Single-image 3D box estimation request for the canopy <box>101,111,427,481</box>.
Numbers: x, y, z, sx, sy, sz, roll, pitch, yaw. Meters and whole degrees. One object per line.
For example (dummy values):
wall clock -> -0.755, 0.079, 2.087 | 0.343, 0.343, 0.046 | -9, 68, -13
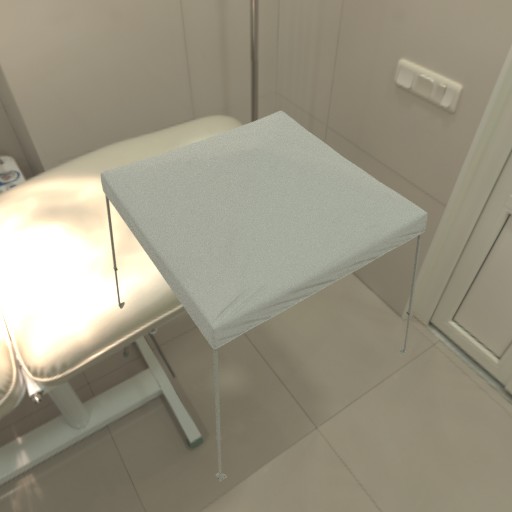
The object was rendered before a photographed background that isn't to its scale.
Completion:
canopy -> 0.000, 0.000, 5.061 | 2.849, 2.849, 2.848 | -26, 52, -23
